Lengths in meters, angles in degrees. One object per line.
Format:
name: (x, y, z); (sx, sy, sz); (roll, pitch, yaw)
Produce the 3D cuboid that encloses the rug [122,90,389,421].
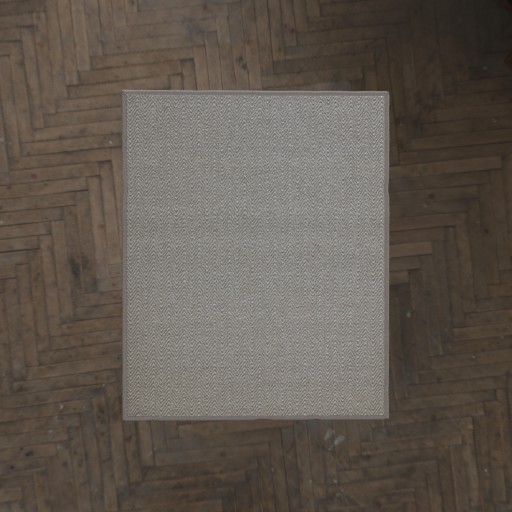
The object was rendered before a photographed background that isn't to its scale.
rug: (0.000, 0.000, 4.040); (2.434, 0.032, 3.007); (0, 90, -1)
